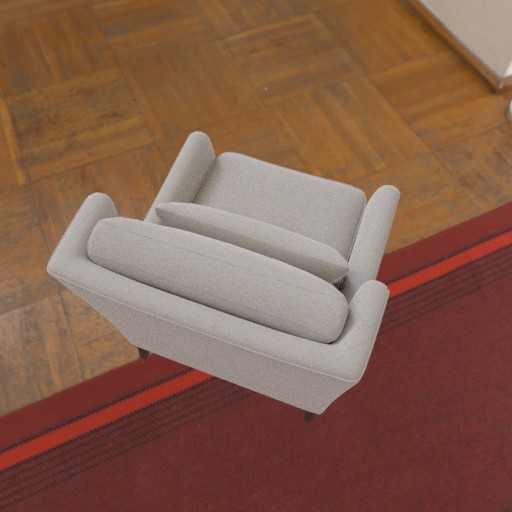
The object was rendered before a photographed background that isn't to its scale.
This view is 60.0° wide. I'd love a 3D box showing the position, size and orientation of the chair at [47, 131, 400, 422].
[{"bbox_3d":[0.000,0.000,1.851,0.982,1.056,1.040,18,63,9],"label":"chair"}]
